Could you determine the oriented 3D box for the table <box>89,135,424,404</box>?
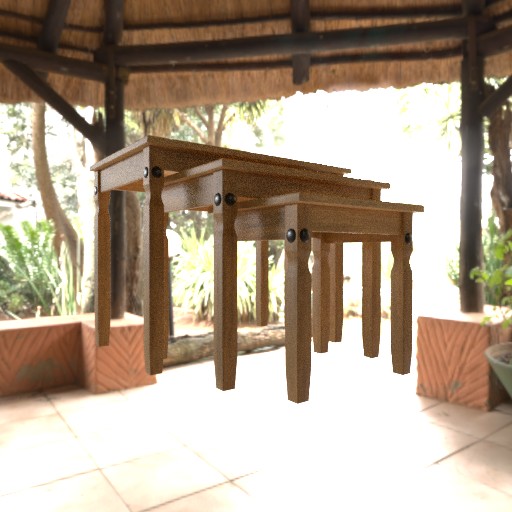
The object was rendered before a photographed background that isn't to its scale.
[{"bbox_3d":[0.000,0.000,1.204,0.660,0.535,0.773,0,1,-36],"label":"table"}]
